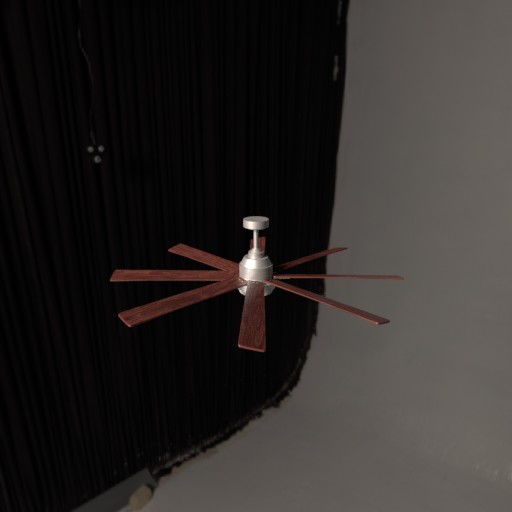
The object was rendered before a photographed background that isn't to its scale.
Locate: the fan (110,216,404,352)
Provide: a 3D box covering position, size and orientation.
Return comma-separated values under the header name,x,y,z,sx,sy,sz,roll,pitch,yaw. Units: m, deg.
name,x,y,z,sx,sy,sz,roll,pitch,yaw
fan,0.000,0.000,2.769,1.830,0.472,1.830,-16,24,-41
